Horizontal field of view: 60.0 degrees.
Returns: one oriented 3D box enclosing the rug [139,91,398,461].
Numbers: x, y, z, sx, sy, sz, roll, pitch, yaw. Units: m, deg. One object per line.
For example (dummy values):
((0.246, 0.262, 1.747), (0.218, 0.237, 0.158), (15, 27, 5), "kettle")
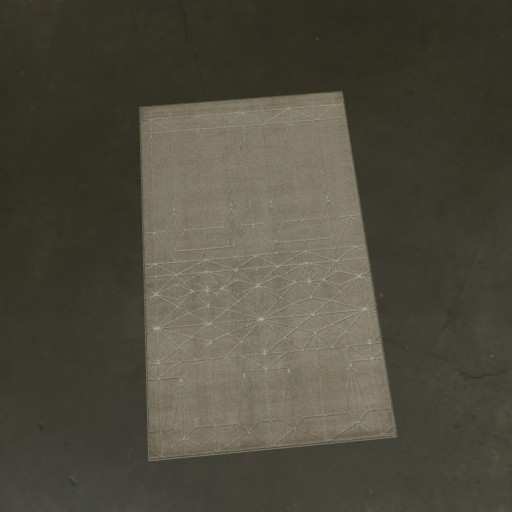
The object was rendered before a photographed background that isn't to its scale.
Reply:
((0.000, 0.000, 3.008), (1.524, 0.012, 2.438), (-5, 75, -1), "rug")
